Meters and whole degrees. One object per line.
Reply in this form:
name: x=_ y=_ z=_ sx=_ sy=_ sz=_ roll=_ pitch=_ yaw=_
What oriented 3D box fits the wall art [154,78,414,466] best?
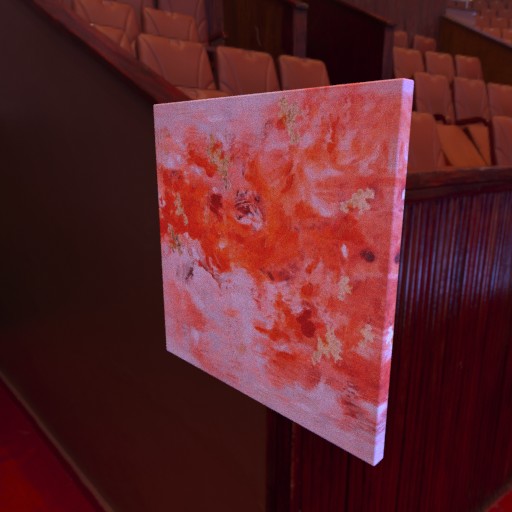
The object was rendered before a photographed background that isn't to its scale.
wall art: x=0.000 y=0.000 z=1.092 sx=0.747 sy=0.746 sz=0.064 roll=14 pitch=20 yaw=43
